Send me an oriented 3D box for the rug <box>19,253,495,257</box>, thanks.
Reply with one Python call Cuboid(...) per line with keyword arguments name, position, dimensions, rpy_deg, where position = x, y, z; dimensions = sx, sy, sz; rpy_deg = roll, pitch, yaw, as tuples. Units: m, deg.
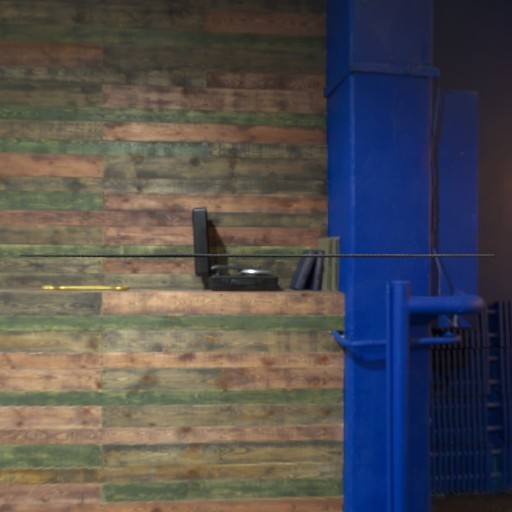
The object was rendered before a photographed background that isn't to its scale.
Cuboid(name="rug", position=(0.000, 0.000, 2.288), dimensions=(1.820, 0.012, 1.207), rpy_deg=(0, 0, -2))
